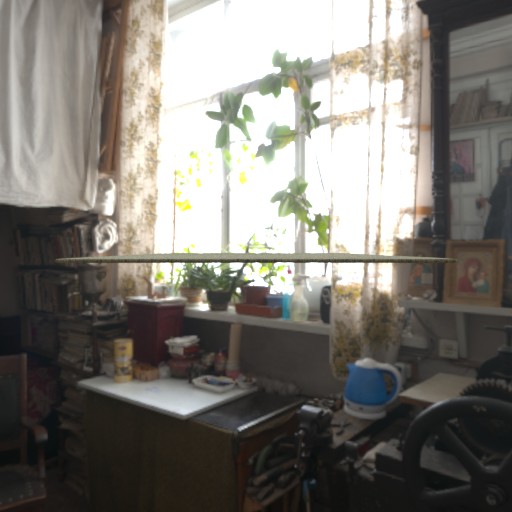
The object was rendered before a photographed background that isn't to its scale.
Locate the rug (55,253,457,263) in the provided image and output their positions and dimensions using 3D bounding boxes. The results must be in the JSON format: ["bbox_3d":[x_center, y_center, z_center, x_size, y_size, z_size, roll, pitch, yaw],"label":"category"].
[{"bbox_3d":[0.000,0.000,2.270,1.243,0.014,1.846,0,1,0],"label":"rug"}]
